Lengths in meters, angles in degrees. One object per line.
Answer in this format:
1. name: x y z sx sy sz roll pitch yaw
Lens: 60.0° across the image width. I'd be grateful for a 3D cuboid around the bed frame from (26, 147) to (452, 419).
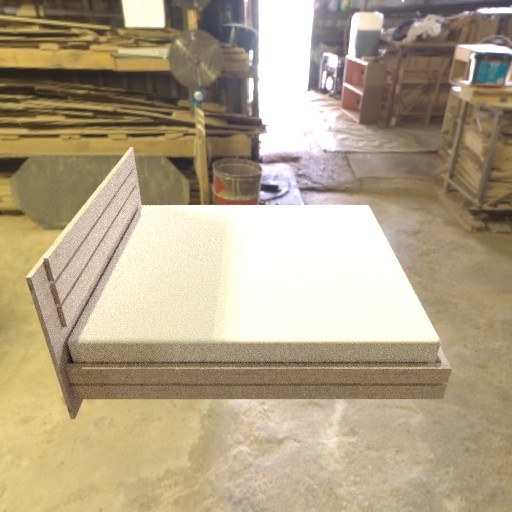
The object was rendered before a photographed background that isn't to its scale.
1. bed frame: 0.000 0.000 3.076 2.080 0.970 1.950 0 31 0
